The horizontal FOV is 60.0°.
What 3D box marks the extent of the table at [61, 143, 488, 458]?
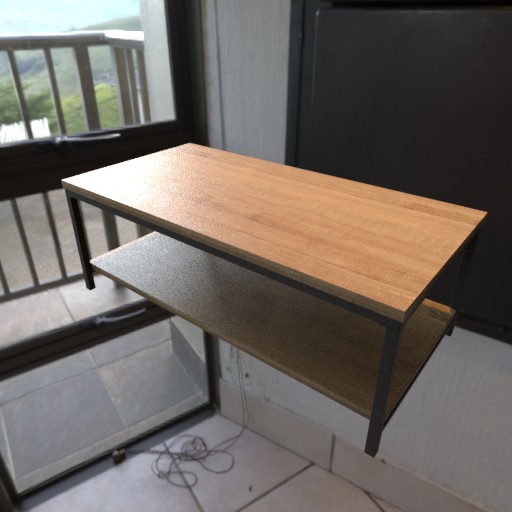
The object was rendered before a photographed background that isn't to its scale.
[{"bbox_3d":[0.000,0.000,1.357,1.100,0.399,0.551,21,35,33],"label":"table"}]
